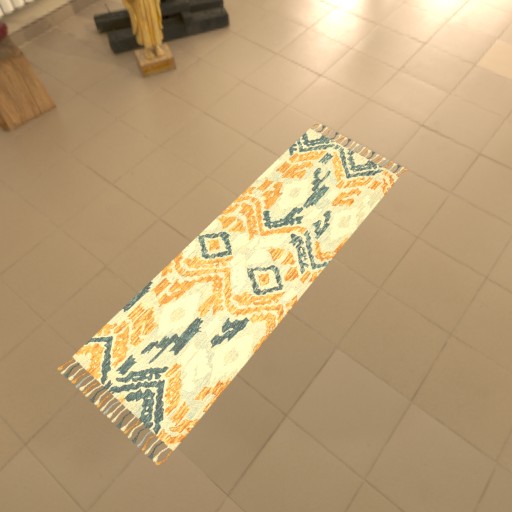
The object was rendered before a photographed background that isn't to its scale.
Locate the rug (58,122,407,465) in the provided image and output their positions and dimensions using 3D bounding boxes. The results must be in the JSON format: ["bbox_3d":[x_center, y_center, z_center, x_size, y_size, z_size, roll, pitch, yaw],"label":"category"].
[{"bbox_3d":[0.000,0.000,2.735,0.783,0.010,2.437,34,65,19],"label":"rug"}]
